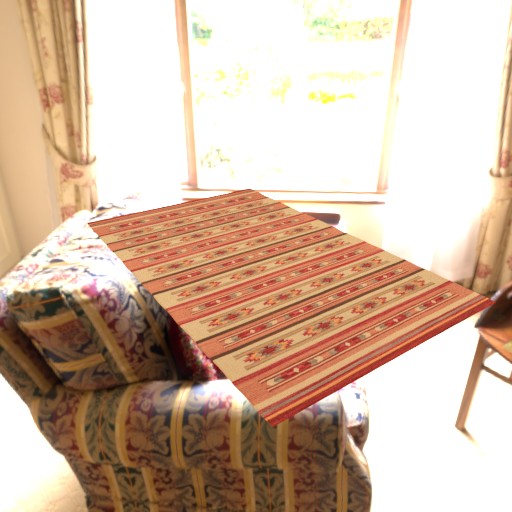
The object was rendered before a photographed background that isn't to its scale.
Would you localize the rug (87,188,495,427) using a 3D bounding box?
[{"bbox_3d":[0.000,0.000,2.945,1.535,0.010,2.431,-17,31,-30],"label":"rug"}]
